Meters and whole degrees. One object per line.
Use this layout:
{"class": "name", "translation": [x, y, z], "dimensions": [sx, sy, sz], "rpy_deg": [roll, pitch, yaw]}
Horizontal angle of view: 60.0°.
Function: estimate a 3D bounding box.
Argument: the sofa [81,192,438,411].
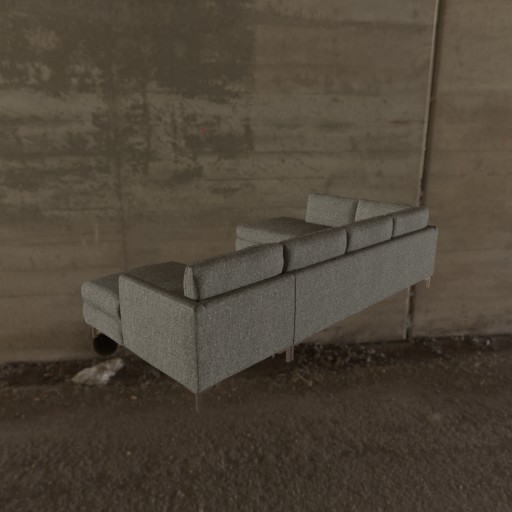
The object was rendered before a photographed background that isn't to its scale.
{"class": "sofa", "translation": [0.000, 0.000, 3.678], "dimensions": [2.737, 0.756, 1.879], "rpy_deg": [-15, 22, -43]}
